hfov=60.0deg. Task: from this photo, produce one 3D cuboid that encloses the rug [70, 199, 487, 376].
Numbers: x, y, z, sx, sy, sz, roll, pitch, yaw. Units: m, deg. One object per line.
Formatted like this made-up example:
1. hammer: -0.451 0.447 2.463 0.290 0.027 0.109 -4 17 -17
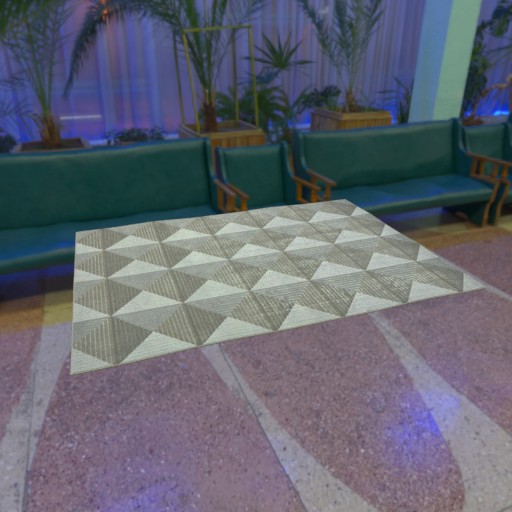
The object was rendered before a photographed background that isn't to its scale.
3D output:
1. rug: 0.000 0.000 4.319 3.333 0.027 2.428 -9 28 -17
